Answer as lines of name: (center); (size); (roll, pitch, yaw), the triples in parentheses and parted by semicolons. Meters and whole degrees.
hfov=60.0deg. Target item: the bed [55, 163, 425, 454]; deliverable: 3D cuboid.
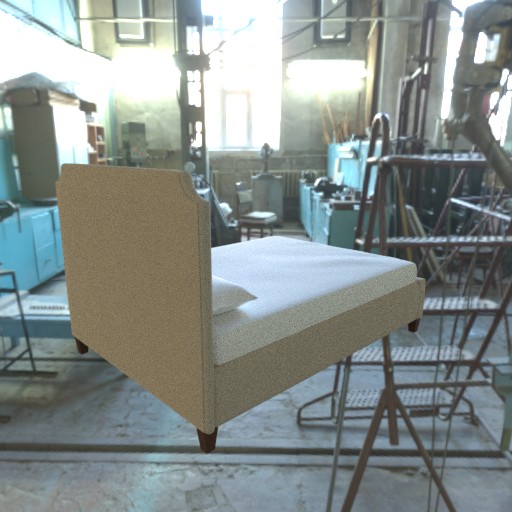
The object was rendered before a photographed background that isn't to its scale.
bed: (0.000, 0.000, 3.455); (2.372, 1.443, 1.713); (-13, 19, -42)
